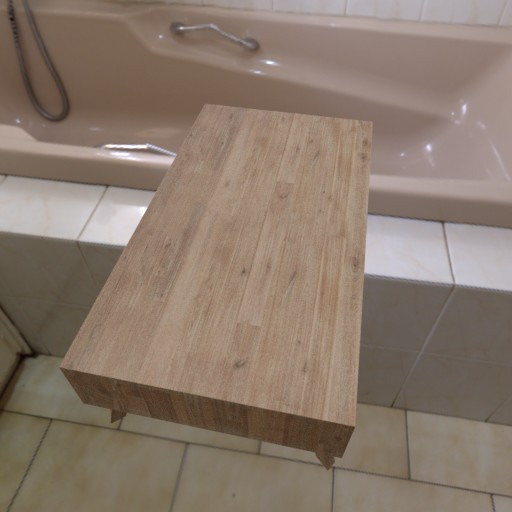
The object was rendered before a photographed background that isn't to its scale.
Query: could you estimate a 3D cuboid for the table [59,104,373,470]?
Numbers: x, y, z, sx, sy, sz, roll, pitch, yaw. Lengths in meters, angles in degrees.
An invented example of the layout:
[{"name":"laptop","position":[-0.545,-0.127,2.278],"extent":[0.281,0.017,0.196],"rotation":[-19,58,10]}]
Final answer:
[{"name":"table","position":[0.000,0.000,2.032],"extent":[0.918,0.531,1.619],"rotation":[9,49,8]}]
